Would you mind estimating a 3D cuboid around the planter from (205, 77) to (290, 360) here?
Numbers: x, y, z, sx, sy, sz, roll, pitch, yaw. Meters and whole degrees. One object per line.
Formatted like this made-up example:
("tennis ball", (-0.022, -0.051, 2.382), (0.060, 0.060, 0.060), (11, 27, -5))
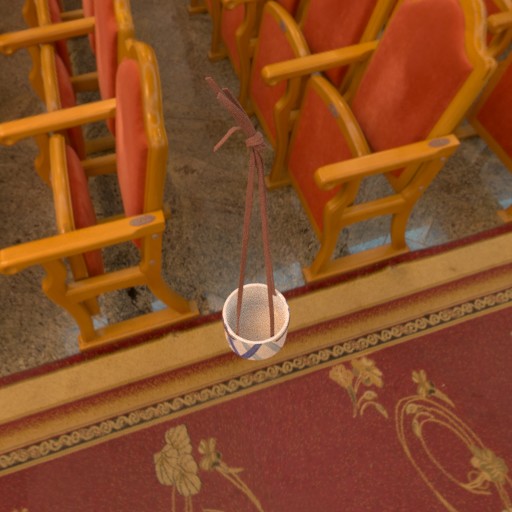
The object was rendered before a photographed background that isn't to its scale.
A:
("planter", (0.000, 0.000, 0.809), (0.157, 0.753, 0.153), (-15, 59, -9))
